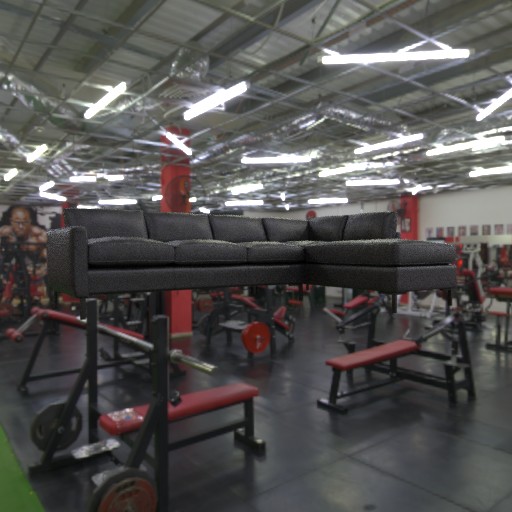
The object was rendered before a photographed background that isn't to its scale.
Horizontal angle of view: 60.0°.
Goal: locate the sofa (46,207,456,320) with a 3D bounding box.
[{"bbox_3d":[0.000,0.000,3.801,2.984,0.877,1.938,0,1,-36],"label":"sofa"}]
